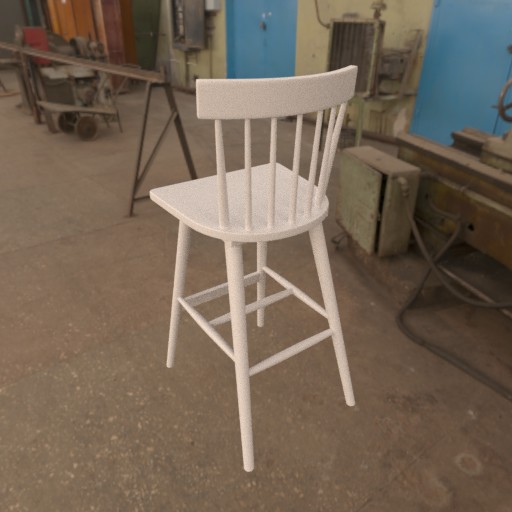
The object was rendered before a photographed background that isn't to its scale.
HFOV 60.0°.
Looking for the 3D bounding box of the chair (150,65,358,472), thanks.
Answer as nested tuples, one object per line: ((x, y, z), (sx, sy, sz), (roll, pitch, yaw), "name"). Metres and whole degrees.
((0.000, 0.000, 1.385), (0.483, 1.092, 0.572), (-19, 34, -30), "chair")
